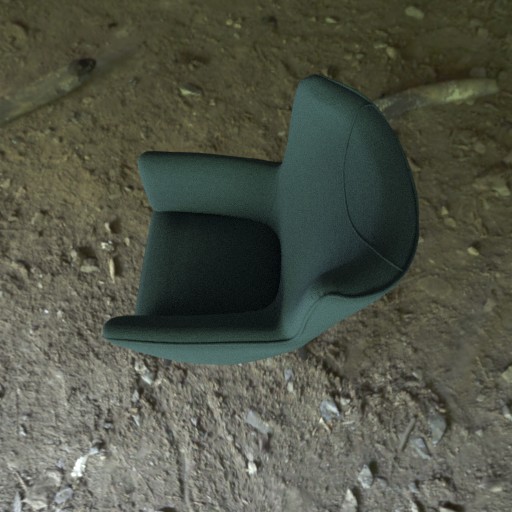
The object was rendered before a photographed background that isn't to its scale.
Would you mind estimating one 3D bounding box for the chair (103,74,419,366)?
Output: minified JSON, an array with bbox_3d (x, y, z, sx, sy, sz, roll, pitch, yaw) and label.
[{"bbox_3d":[0.000,0.000,1.571,0.888,0.933,0.781,1,59,1],"label":"chair"}]
